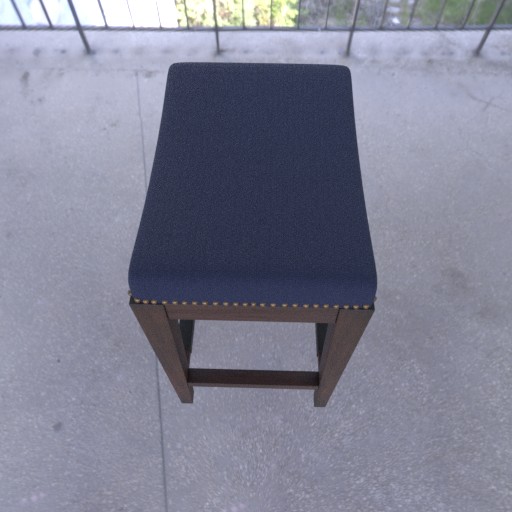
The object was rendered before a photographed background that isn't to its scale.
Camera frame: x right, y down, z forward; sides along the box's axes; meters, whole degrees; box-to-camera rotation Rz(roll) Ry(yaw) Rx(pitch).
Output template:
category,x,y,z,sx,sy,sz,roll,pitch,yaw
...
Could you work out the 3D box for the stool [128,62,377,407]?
category,x,y,z,sx,sy,sz,roll,pitch,yaw
stool,0.000,0.000,0.973,0.361,0.642,0.500,1,59,1
